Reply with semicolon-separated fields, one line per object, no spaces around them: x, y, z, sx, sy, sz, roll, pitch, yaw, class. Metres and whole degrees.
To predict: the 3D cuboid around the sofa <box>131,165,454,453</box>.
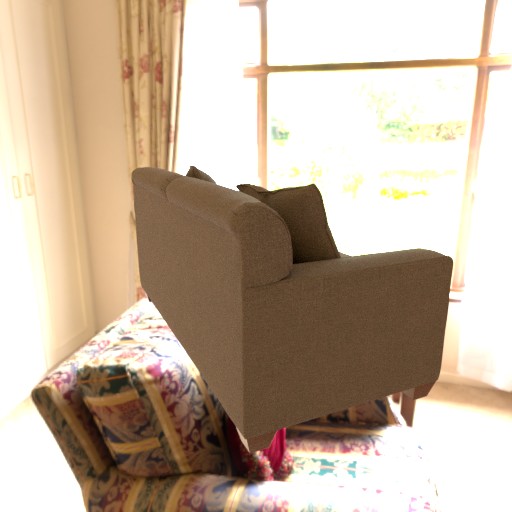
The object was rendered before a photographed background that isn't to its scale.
0.000;0.000;2.450;1.000;0.958;1.846;-7;17;-24;sofa
